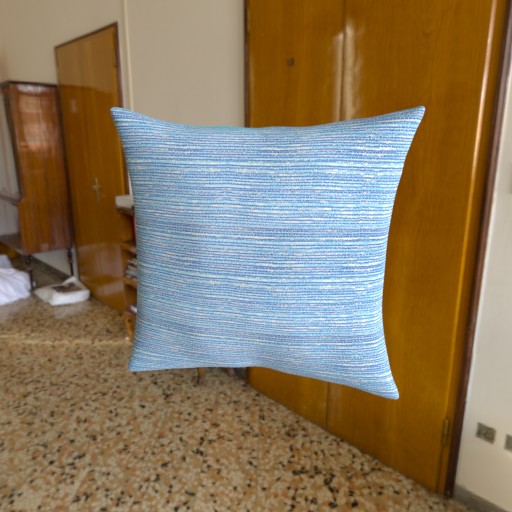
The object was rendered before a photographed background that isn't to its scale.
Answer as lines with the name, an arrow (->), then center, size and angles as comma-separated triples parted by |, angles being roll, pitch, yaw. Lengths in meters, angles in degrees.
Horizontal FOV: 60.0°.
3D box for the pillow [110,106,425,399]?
pillow -> 0.000, 0.000, 0.770 | 0.514, 0.497, 0.150 | 3, 15, 11
